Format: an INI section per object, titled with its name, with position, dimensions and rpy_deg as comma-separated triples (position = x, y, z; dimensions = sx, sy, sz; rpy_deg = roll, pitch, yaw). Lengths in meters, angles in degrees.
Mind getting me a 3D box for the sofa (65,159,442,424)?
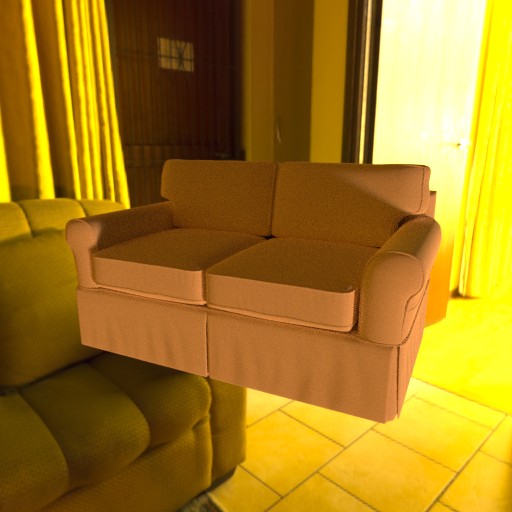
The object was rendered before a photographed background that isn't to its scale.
[sofa]
position = 0.000, 0.000, 2.303
dimensions = 1.727, 0.940, 0.991
rpy_deg = 7, 16, 25
